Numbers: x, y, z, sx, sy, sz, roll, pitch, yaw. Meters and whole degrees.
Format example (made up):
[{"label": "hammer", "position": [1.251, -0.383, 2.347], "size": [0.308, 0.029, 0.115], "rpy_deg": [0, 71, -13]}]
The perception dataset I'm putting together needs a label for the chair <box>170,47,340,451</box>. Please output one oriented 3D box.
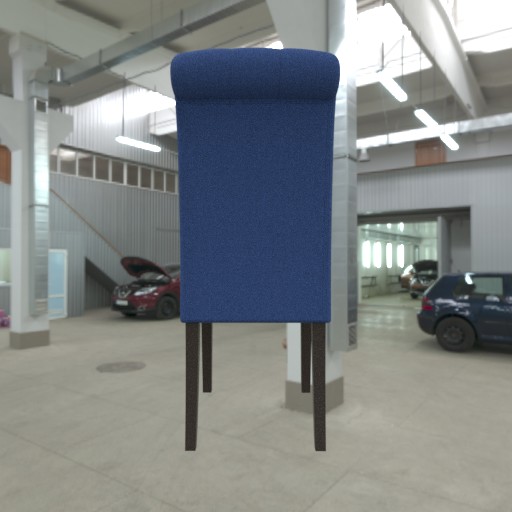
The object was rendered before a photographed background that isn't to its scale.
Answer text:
[{"label": "chair", "position": [0.000, 0.000, 1.367], "size": [0.456, 1.006, 0.671], "rpy_deg": [0, -1, 0]}]
